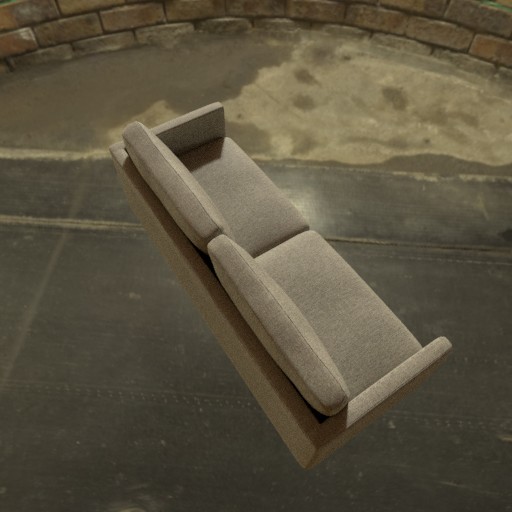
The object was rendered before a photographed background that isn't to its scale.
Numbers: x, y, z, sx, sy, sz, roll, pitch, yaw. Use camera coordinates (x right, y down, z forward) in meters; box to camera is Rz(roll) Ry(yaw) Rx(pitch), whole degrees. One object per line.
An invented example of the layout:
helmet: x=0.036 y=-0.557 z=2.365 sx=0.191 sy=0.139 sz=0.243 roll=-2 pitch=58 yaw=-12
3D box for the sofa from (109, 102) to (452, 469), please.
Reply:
sofa: x=0.000 y=0.000 z=2.948 sx=0.948 sy=0.951 sz=2.434 roll=-29 pitch=61 yaw=-18
